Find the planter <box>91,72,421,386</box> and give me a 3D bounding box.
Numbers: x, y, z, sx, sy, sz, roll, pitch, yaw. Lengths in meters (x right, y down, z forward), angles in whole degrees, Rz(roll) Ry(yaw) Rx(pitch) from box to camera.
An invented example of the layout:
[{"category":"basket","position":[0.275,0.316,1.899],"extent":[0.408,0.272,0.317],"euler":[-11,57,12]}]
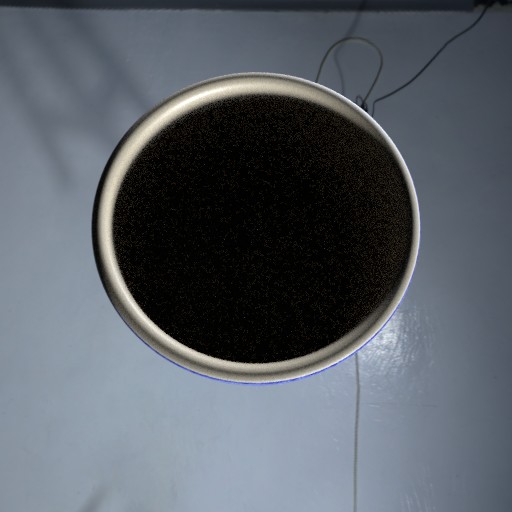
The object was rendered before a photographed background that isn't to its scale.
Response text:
[{"category":"planter","position":[0.000,0.000,0.198],"extent":[0.109,0.112,0.109],"euler":[0,75,0]}]
